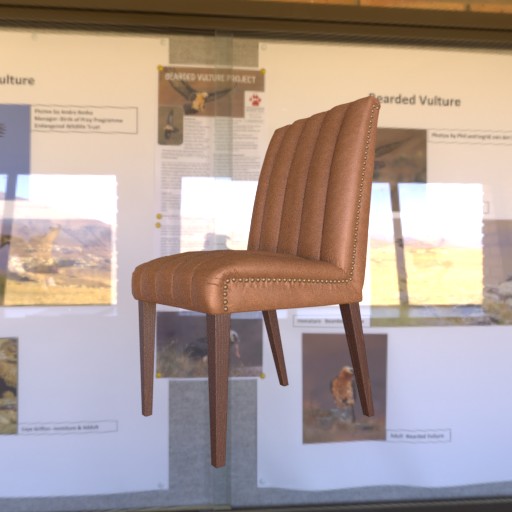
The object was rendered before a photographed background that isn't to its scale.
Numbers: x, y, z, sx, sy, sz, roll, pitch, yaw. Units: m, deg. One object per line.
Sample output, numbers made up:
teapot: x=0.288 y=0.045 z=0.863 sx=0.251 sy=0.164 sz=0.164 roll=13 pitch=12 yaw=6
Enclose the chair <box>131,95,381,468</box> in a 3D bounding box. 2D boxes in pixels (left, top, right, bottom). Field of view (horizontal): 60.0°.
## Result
chair: x=0.000 y=0.000 z=1.403 sx=0.647 sy=1.016 sz=0.511 roll=0 pitch=0 yaw=-37
